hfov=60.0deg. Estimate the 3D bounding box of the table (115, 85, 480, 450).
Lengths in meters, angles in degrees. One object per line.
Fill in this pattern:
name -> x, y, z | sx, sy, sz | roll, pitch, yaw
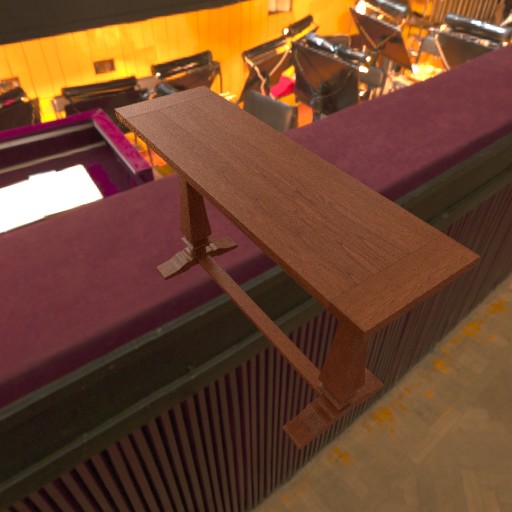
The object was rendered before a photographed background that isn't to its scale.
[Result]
table -> 0.000, 0.000, 1.845 | 0.461, 0.852, 1.478 | -26, 48, -25
